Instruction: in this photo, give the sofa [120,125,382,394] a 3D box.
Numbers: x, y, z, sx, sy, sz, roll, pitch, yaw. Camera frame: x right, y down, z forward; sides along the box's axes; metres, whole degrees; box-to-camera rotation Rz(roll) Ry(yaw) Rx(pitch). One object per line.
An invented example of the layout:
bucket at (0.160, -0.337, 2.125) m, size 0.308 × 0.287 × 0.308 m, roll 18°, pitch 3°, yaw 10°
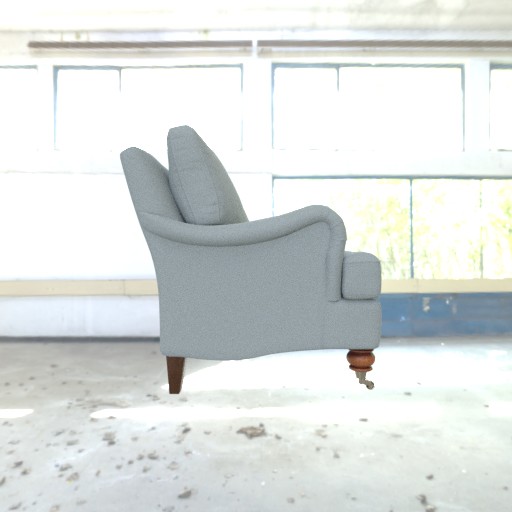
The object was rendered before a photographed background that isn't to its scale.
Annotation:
sofa at (0.000, 0.000, 2.810) m, size 1.069 × 1.096 × 2.193 m, roll 0°, pitch 0°, yaw 1°
